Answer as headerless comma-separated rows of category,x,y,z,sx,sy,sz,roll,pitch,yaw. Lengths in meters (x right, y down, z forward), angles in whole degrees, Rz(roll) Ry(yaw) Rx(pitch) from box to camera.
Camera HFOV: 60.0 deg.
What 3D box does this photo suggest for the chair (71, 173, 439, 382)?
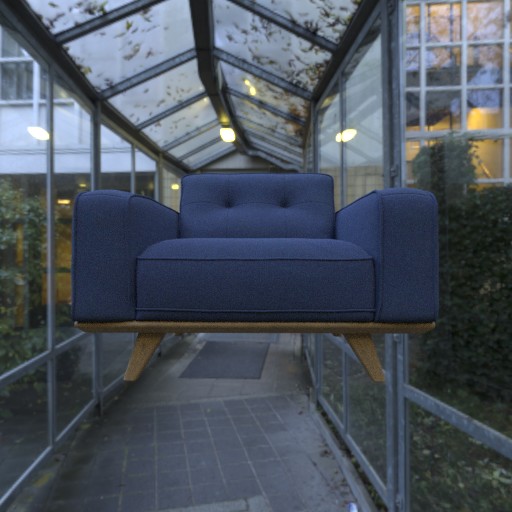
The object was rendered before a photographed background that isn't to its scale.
chair,0.000,0.000,1.773,1.118,0.783,0.953,0,0,1
